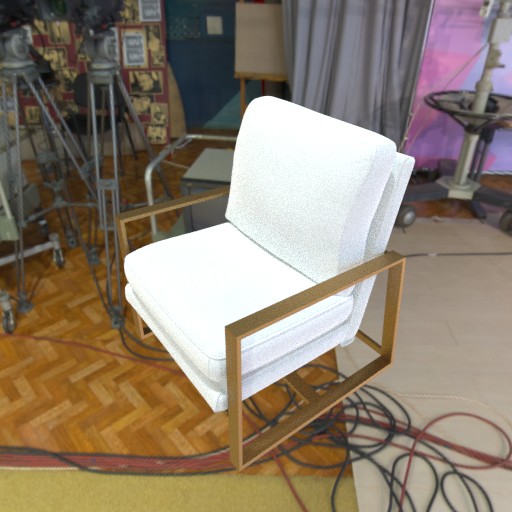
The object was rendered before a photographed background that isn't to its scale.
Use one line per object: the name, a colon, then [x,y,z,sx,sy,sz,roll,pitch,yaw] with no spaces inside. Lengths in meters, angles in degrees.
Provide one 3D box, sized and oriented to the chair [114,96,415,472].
chair: [0.000,0.000,1.619,0.813,0.966,0.805,-23,40,-30]
